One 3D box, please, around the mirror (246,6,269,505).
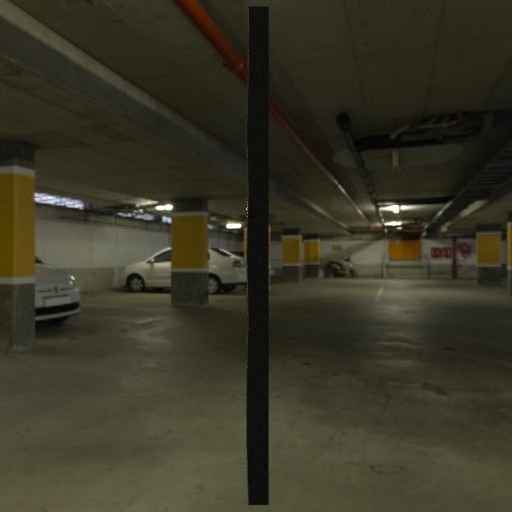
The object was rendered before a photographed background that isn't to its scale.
[{"bbox_3d":[0.000,0.000,1.113,0.044,0.912,0.606,0,0,0],"label":"mirror"}]
